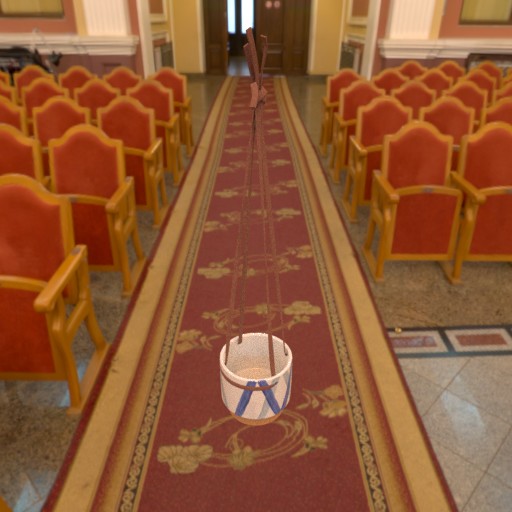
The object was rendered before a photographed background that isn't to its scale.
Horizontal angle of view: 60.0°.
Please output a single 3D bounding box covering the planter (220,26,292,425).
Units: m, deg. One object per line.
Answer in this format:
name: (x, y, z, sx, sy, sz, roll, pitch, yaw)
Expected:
planter: (0.000, 0.000, 0.817, 0.153, 0.753, 0.157, 0, 28, 0)
